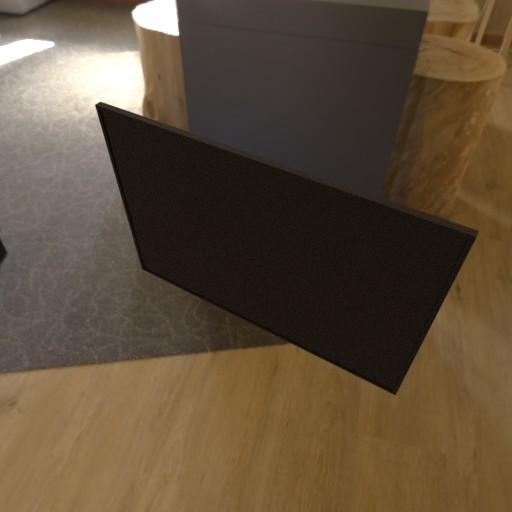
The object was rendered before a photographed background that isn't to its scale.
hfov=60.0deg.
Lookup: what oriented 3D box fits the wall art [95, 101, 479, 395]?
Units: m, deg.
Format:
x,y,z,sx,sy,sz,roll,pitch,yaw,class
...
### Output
x,y,z,sx,sy,sz,roll,pitch,yaw,class
0.000,0.000,1.523,1.190,0.805,0.028,23,51,20,wall art
